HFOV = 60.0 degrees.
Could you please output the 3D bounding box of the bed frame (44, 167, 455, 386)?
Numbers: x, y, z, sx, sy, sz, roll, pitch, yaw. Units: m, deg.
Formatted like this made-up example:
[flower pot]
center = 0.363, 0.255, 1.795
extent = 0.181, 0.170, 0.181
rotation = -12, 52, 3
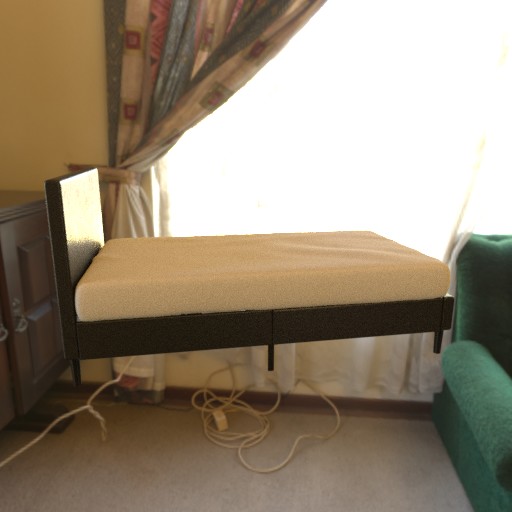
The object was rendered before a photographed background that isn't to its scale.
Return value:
[bed frame]
center = 0.000, 0.000, 2.609
extent = 2.152, 1.046, 1.038
rotation = -3, 15, -10
